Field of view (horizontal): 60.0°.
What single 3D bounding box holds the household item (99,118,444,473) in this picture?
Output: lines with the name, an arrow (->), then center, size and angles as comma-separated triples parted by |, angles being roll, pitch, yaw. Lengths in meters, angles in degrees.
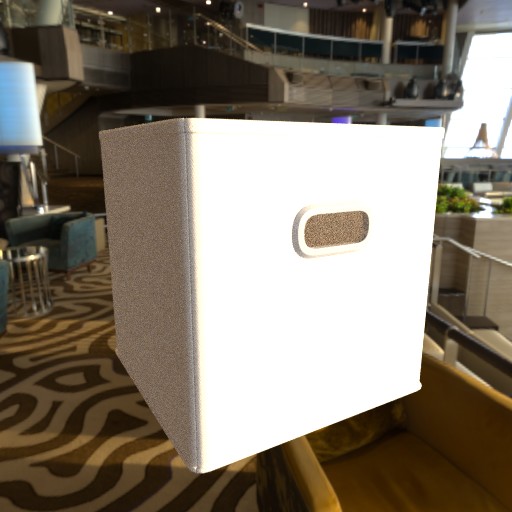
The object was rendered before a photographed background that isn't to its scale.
household item -> 0.000, 0.000, 0.557 | 0.305, 0.305, 0.305 | -8, 15, -29
